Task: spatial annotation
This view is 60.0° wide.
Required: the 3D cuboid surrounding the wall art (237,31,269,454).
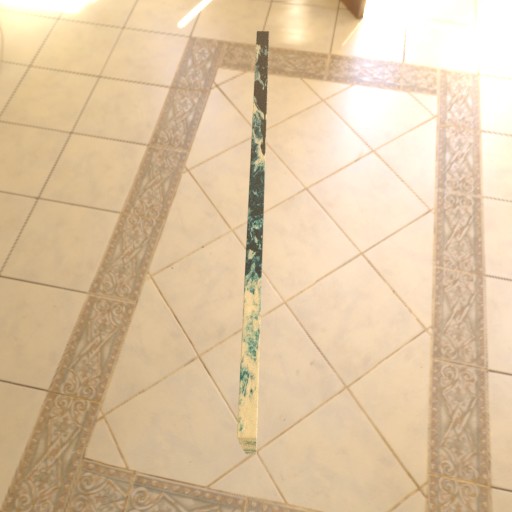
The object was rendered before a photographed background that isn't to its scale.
[{"bbox_3d":[0.000,0.000,1.903,0.055,1.017,1.524,2,64,1],"label":"wall art"}]
